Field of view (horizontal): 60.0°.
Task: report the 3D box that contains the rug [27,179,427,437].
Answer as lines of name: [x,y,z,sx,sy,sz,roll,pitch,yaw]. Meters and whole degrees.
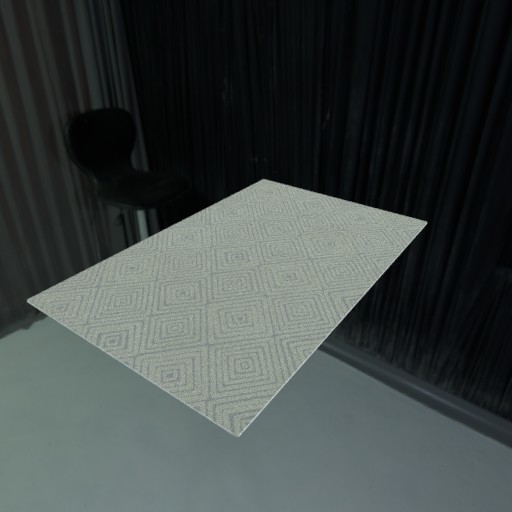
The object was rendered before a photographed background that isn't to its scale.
rug: [0.000,0.000,2.207,1.143,0.008,1.753,20,36,30]
